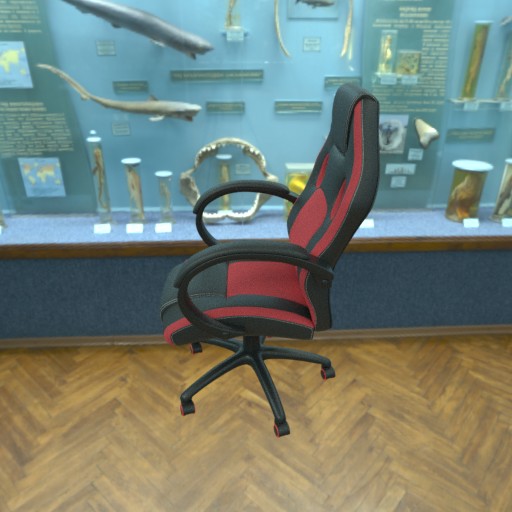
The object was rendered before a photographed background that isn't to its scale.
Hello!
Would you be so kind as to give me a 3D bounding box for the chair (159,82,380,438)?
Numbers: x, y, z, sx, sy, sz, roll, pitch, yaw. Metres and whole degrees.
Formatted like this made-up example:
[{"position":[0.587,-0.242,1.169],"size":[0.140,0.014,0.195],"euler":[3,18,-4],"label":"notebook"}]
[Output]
[{"position":[0.000,0.000,1.649],"size":[0.724,1.187,0.673],"euler":[-1,27,-1],"label":"chair"}]
